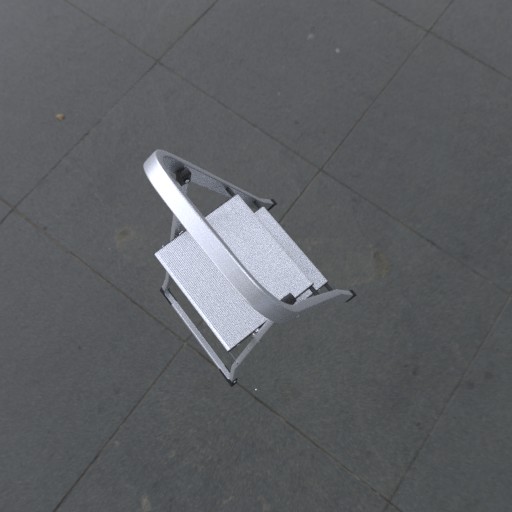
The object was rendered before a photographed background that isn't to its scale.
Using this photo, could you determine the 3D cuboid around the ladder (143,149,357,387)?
[{"bbox_3d":[0.000,0.000,1.155,0.530,0.830,0.465,-37,77,-10],"label":"ladder"}]
